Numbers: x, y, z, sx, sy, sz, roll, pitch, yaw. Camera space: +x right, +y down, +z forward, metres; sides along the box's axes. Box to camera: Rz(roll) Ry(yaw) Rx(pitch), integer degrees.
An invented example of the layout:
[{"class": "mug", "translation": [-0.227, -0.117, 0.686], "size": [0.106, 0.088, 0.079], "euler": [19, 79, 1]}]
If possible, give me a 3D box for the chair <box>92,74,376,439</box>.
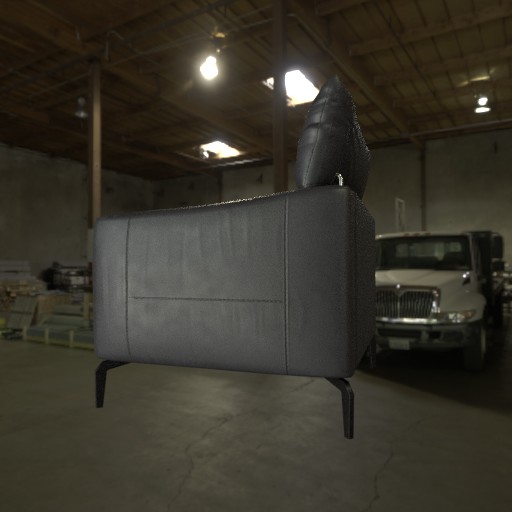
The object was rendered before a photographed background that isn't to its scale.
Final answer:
[{"class": "chair", "translation": [0.000, 0.000, 1.647], "size": [0.809, 0.949, 0.976], "euler": [-1, -2, 19]}]
